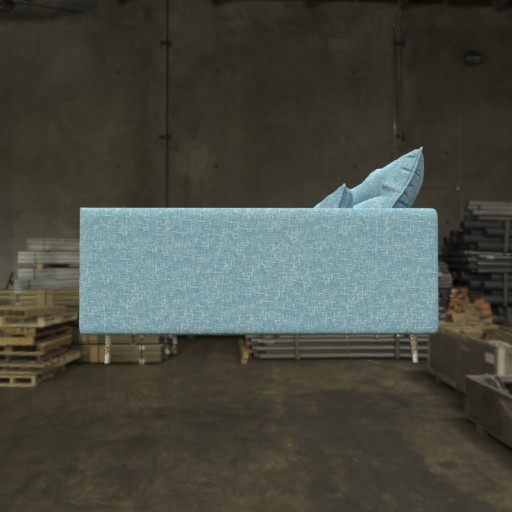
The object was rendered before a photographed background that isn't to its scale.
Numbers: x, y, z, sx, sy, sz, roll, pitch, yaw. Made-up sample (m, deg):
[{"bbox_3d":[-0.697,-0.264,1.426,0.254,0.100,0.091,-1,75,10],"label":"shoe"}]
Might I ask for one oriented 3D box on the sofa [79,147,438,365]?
[{"bbox_3d":[0.000,0.000,2.748,1.420,0.899,2.034,0,-1,-1],"label":"sofa"}]
